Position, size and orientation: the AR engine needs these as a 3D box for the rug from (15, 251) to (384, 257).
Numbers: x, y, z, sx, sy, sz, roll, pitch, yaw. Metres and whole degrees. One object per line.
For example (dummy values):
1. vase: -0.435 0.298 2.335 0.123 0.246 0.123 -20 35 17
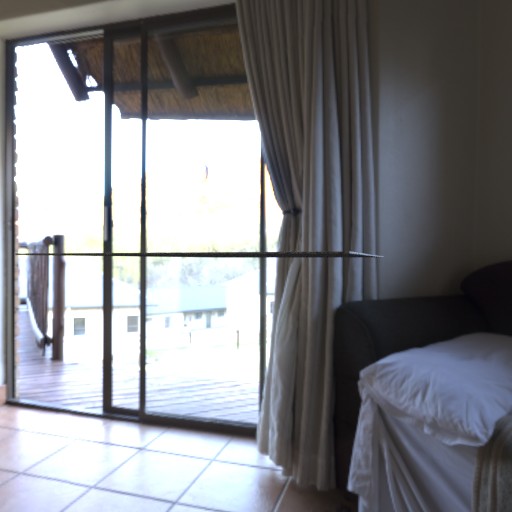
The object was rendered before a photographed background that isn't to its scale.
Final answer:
1. rug: 0.000 0.000 2.962 1.526 0.008 2.441 0 -1 19
